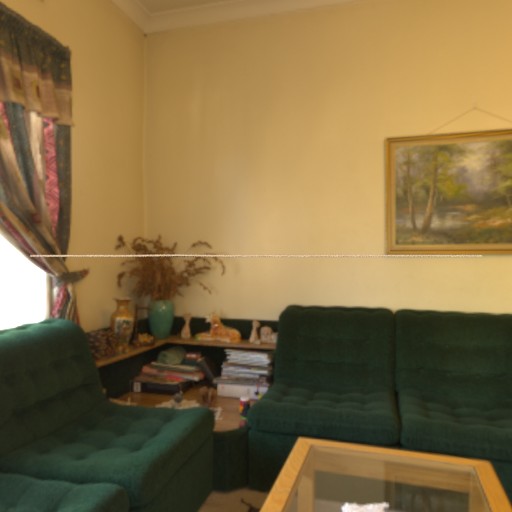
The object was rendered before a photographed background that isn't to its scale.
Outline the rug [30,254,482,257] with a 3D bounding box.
[{"bbox_3d":[0.000,0.000,4.497,3.357,0.019,2.449,0,0,0],"label":"rug"}]
